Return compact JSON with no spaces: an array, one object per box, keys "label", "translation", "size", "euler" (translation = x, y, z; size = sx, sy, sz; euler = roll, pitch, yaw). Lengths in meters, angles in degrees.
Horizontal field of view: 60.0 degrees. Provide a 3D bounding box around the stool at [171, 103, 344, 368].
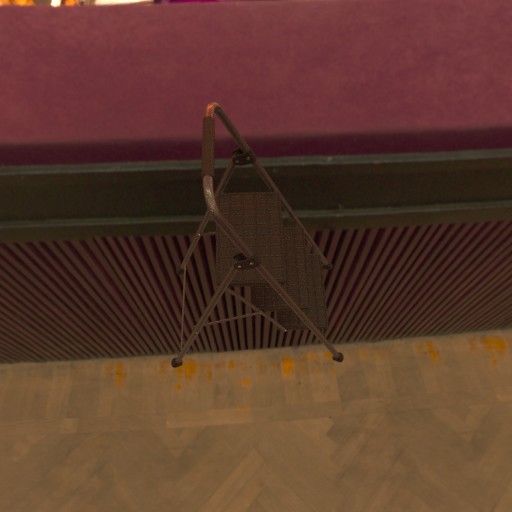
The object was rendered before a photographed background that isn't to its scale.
[{"label":"stool","translation":[0.000,0.000,1.480],"size":[0.733,1.121,0.473],"euler":[-2,64,-1]}]
